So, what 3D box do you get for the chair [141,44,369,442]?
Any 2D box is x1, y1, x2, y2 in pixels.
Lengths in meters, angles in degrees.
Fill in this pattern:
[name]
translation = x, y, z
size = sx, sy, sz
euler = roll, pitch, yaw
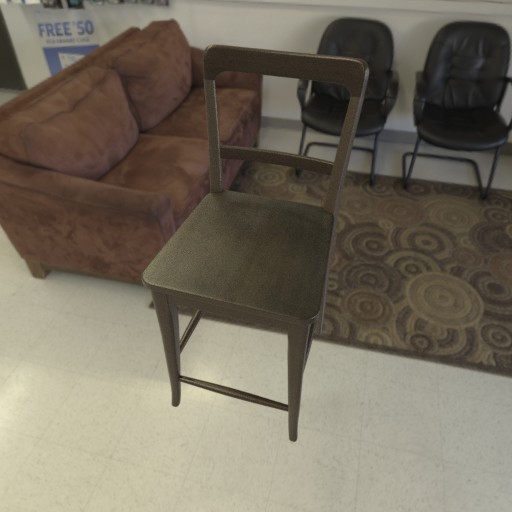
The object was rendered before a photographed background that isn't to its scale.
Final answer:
[chair]
translation = 0.000, 0.000, 1.290
size = 0.450, 0.991, 0.546
euler = 12, 43, 13
